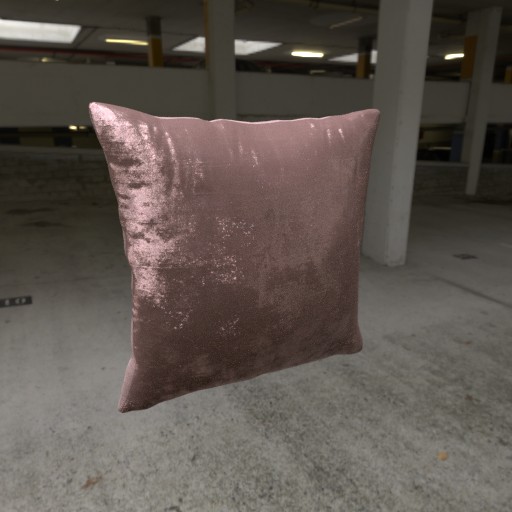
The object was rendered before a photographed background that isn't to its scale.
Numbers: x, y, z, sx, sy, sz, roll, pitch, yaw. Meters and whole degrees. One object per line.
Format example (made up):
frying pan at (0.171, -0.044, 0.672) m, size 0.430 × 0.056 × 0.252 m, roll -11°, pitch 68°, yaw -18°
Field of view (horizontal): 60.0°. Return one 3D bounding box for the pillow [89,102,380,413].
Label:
pillow at (0.000, 0.000, 0.717) m, size 0.470 × 0.464 × 0.175 m, roll -9°, pitch 19°, yaw -26°
